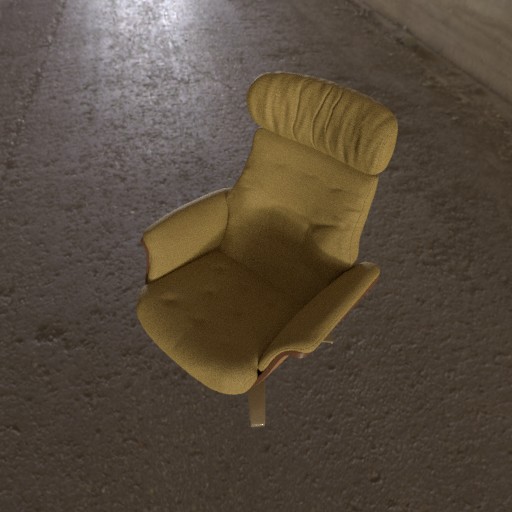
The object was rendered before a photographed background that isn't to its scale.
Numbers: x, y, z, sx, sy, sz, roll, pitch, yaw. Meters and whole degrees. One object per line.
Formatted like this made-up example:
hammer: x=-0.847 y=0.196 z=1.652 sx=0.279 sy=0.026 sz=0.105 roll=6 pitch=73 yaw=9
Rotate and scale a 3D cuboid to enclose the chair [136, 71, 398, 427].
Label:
chair: x=0.000 y=0.000 z=1.556 sx=0.785 sy=0.995 sz=0.837 roll=32 pitch=53 yaw=28
